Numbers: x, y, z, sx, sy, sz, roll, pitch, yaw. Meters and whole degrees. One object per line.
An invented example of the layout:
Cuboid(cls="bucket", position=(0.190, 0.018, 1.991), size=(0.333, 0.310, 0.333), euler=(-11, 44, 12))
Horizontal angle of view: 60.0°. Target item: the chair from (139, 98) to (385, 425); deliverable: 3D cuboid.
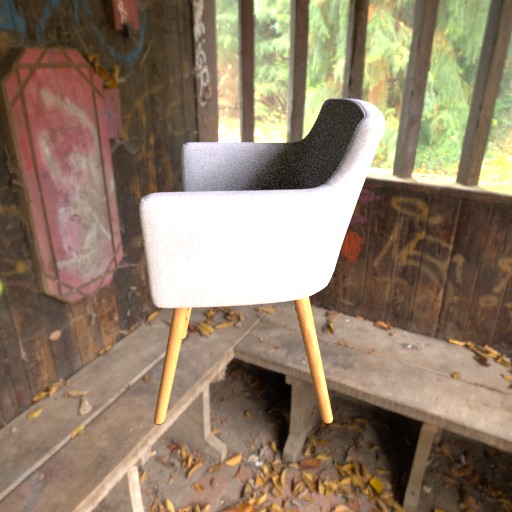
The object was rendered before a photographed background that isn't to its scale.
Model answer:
Cuboid(cls="chair", position=(0.000, 0.000, 1.175), size=(0.540, 0.780, 0.570), euler=(0, 25, 0))
